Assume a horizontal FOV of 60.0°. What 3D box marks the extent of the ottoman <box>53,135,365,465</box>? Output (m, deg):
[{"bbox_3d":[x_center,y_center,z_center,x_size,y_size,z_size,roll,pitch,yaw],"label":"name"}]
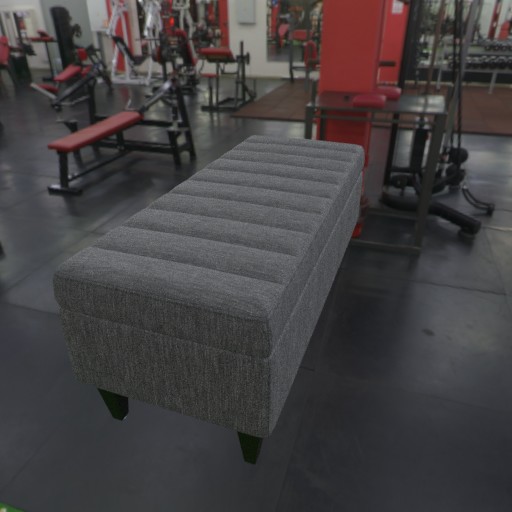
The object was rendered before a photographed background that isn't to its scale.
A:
[{"bbox_3d":[0.000,0.000,1.382,0.482,0.469,1.151,10,31,17],"label":"ottoman"}]
